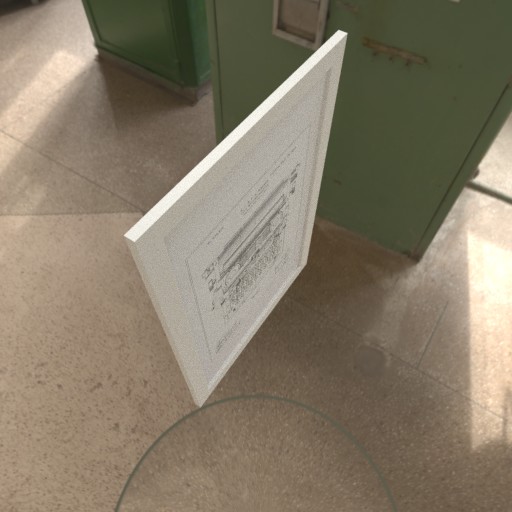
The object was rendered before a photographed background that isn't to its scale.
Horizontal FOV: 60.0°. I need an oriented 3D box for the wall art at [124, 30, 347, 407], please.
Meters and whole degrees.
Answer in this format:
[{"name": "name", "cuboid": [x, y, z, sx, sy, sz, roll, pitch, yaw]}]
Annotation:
[{"name": "wall art", "cuboid": [0.000, 0.000, 0.684, 0.013, 0.533, 0.381, 30, 62, 18]}]
